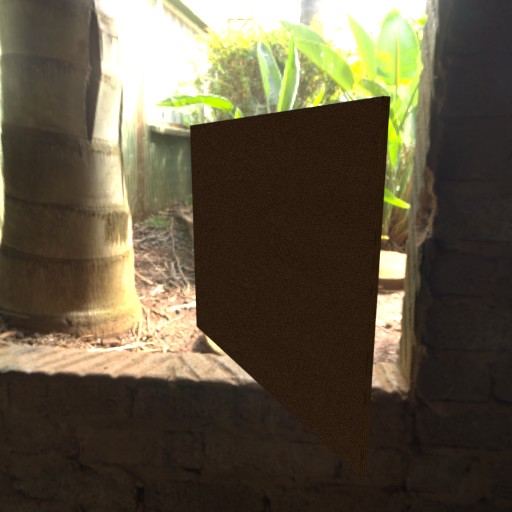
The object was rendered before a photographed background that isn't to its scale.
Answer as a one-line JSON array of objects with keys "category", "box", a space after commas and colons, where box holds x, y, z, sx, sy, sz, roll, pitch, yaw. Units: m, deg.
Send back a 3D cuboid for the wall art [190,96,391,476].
[{"category": "wall art", "box": [0.000, 0.000, 0.675, 0.010, 0.408, 0.508, -7, 15, -28]}]
